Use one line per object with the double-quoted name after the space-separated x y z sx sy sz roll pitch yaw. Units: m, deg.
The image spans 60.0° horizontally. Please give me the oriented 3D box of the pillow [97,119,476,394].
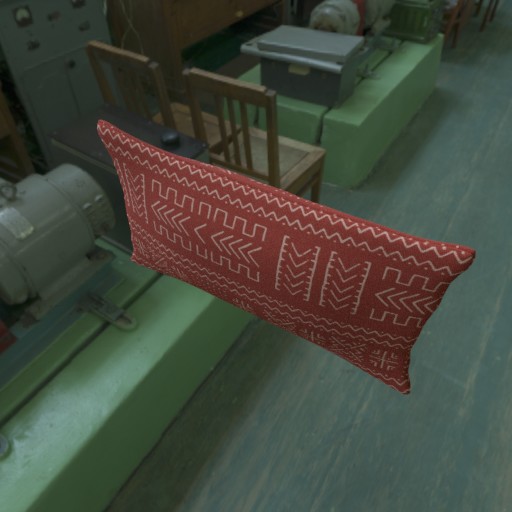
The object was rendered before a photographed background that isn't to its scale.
0.000 0.000 0.777 0.640 0.352 0.130 23 50 21 "pillow"
